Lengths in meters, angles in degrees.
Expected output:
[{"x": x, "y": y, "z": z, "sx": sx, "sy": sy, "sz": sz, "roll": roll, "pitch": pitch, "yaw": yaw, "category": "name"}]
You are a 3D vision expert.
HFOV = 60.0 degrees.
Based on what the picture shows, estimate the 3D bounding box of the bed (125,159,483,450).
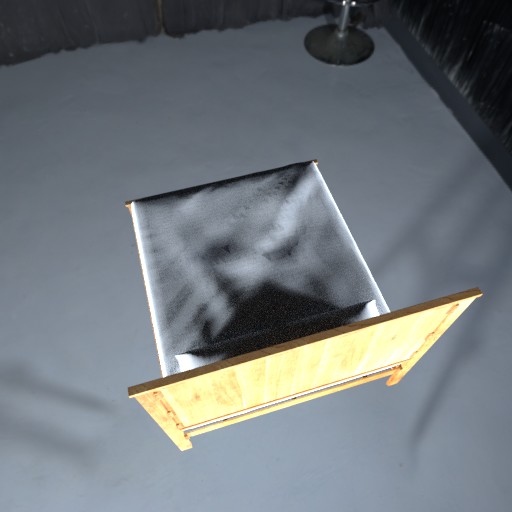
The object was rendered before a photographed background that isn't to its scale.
[{"x": 0.000, "y": 0.000, "z": 3.556, "sx": 1.936, "sy": 1.686, "sz": 2.201, "roll": -14, "pitch": 59, "yaw": -9, "category": "bed"}]
